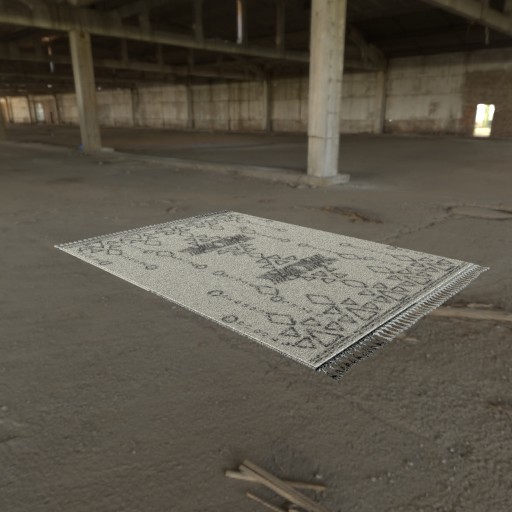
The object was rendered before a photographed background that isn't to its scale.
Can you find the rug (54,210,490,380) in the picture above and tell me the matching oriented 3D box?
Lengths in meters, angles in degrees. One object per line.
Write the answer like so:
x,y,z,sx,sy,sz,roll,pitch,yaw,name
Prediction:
0.000,0.000,2.833,2.312,0.013,1.600,17,24,41,rug
